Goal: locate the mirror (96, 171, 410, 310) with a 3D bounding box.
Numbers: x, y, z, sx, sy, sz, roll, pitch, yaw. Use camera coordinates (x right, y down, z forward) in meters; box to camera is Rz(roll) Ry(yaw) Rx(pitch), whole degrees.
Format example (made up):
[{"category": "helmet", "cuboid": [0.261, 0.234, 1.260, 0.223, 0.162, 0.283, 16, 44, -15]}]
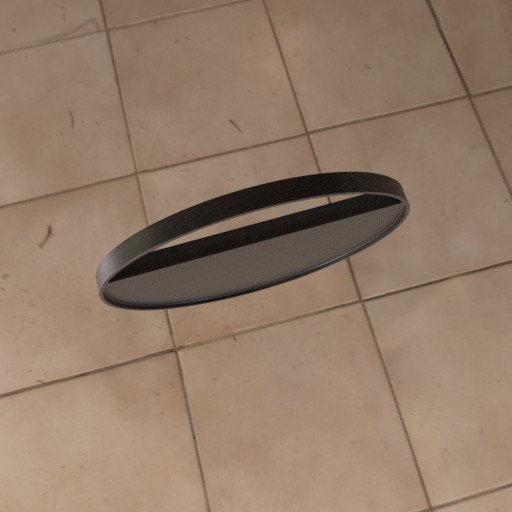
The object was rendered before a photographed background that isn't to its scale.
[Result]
[{"category": "mirror", "cuboid": [0.000, 0.000, 0.825, 0.565, 0.565, 0.032, -15, 76, -4]}]
